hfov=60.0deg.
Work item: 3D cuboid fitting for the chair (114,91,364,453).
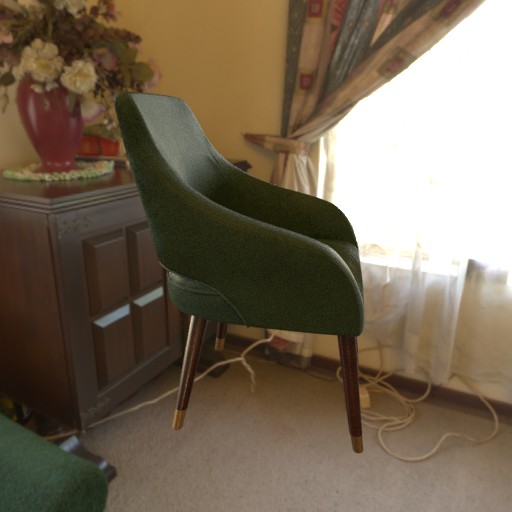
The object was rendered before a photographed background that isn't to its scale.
[{"bbox_3d":[0.000,0.000,1.554,0.794,1.081,0.683,3,18,10],"label":"chair"}]
